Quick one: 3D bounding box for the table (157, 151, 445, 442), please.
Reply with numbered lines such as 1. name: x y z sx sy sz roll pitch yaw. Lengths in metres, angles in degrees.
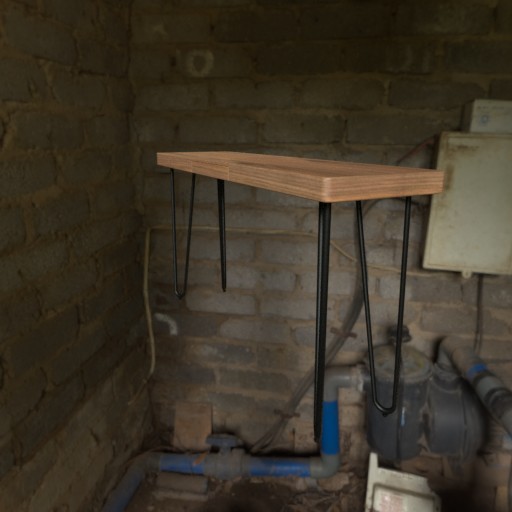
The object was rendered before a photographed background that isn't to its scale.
1. table: 0.000 0.000 1.948 0.425 0.834 1.570 -8 17 -26
